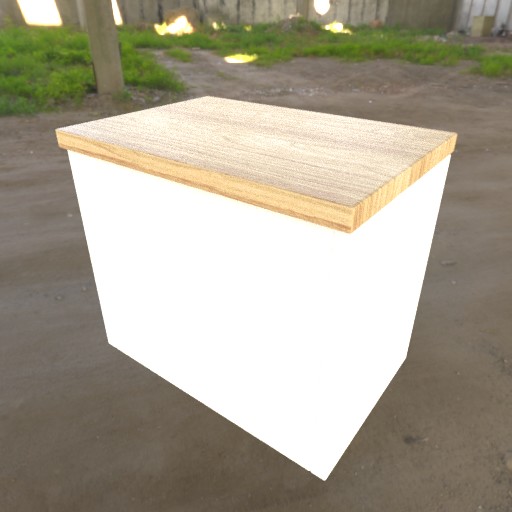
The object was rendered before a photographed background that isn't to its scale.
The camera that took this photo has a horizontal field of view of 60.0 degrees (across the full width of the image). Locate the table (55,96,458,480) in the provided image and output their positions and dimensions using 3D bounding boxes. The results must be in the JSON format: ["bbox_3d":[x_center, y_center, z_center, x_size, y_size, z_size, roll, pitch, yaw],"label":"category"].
[{"bbox_3d":[0.000,0.000,0.781,0.500,0.440,0.360,20,36,31],"label":"table"}]
